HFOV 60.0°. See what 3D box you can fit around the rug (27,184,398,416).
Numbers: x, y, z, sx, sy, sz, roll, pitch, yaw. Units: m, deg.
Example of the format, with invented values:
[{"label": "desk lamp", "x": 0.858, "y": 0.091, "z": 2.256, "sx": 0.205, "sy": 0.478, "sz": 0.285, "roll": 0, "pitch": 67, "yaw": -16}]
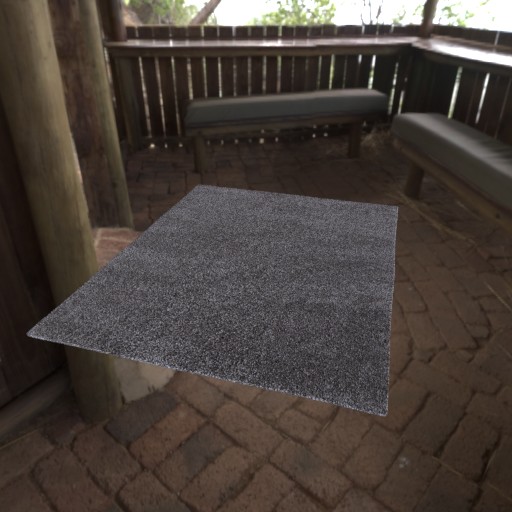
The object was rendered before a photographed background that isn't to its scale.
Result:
[{"label": "rug", "x": 0.000, "y": 0.000, "z": 3.988, "sx": 2.401, "sy": 0.025, "sz": 3.000, "roll": 8, "pitch": 31, "yaw": 14}]
